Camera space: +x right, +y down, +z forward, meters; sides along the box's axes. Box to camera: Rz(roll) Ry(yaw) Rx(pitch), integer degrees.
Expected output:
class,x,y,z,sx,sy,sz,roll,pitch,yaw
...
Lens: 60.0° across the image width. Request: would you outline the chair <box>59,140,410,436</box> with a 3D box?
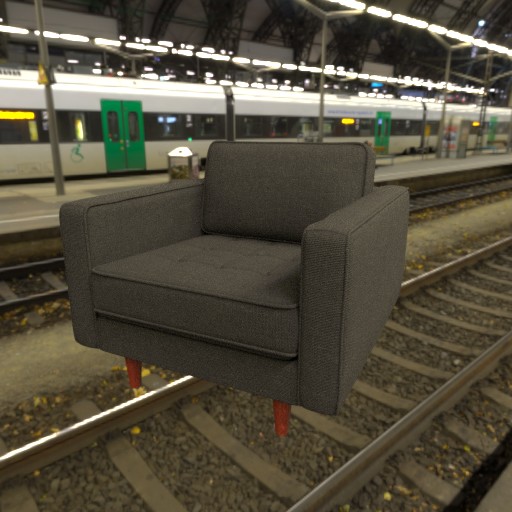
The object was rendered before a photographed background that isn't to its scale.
class,x,y,z,sx,sy,sz,roll,pitch,yaw
chair,0.000,0.000,1.551,0.899,0.770,0.919,8,18,25
